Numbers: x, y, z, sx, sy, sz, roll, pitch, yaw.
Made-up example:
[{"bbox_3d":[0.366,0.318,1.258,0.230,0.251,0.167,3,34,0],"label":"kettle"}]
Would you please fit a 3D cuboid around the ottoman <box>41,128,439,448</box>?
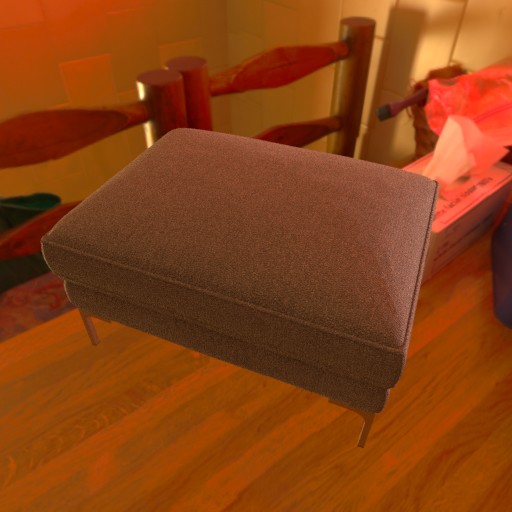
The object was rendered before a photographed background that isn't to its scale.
[{"bbox_3d":[0.000,0.000,1.136,0.785,0.464,0.583,15,44,17],"label":"ottoman"}]
